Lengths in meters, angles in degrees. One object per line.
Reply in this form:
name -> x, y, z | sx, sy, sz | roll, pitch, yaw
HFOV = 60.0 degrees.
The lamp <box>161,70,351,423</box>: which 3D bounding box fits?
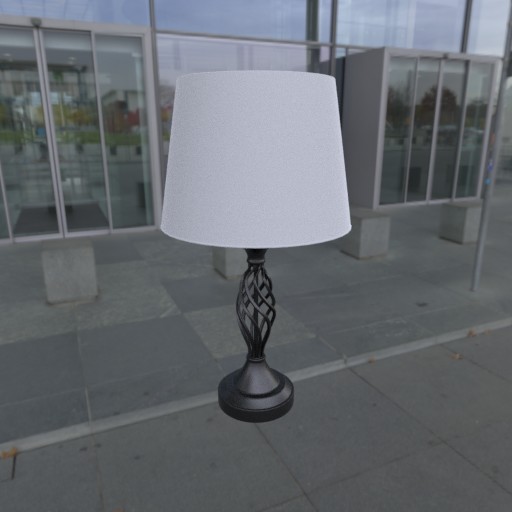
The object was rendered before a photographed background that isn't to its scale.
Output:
lamp -> 0.000, 0.000, 0.801 | 0.331, 0.594, 0.331 | 0, 16, 0
